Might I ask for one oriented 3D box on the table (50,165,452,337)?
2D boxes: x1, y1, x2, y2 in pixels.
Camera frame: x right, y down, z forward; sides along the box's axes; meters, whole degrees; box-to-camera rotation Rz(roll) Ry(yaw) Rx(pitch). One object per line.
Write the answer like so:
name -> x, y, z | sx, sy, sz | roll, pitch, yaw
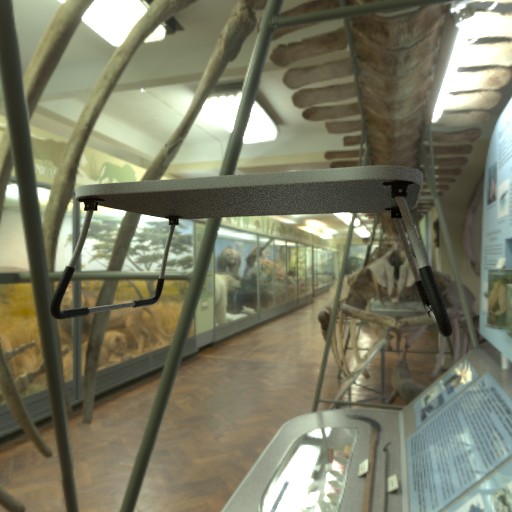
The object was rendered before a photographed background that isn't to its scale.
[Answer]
table -> 0.000, 0.000, 0.854 | 0.660, 0.232, 0.400 | 0, -1, 18
